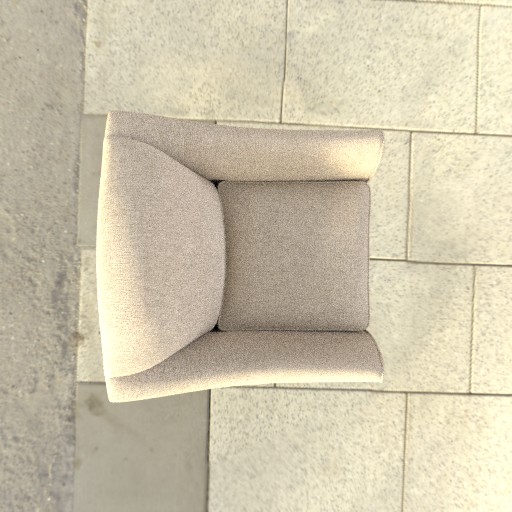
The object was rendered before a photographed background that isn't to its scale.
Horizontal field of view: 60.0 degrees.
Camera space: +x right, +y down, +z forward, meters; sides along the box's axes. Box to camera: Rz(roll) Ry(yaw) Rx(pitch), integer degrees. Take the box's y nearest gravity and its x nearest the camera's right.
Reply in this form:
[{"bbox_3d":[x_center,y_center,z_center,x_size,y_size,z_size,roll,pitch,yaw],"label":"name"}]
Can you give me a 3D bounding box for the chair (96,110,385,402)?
[{"bbox_3d":[0.000,0.000,1.439,0.787,0.839,0.763,0,90,-1],"label":"chair"}]
